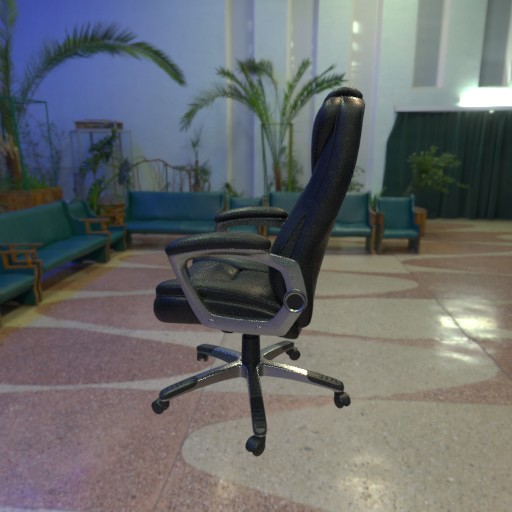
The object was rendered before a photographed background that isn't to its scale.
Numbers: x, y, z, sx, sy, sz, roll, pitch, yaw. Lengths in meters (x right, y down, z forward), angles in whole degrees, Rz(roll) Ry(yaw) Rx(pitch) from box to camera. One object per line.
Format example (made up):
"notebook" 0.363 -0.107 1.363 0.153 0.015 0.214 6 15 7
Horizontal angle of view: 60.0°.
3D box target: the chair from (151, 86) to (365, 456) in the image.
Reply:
"chair" 0.000 0.000 1.531 0.689 1.075 0.697 2 14 9
